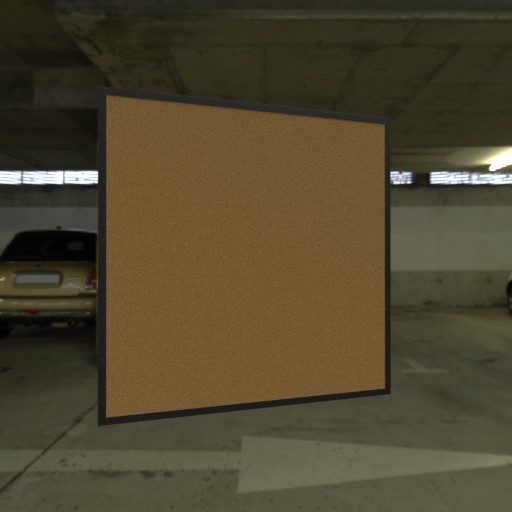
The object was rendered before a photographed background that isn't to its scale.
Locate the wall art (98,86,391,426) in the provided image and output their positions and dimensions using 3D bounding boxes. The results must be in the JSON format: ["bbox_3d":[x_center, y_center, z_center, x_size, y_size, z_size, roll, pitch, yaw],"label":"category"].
[{"bbox_3d":[0.000,0.000,0.759,0.509,0.509,0.040,0,0,-18],"label":"wall art"}]
